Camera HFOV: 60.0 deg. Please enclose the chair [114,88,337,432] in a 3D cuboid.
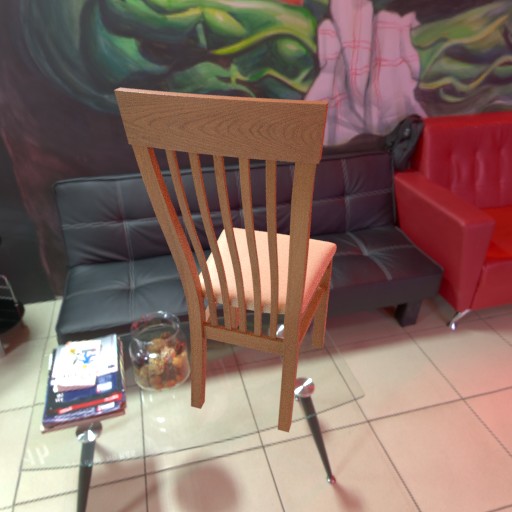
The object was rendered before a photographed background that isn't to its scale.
[{"bbox_3d":[0.000,0.000,1.369,0.450,1.050,0.580,9,32,15],"label":"chair"}]
